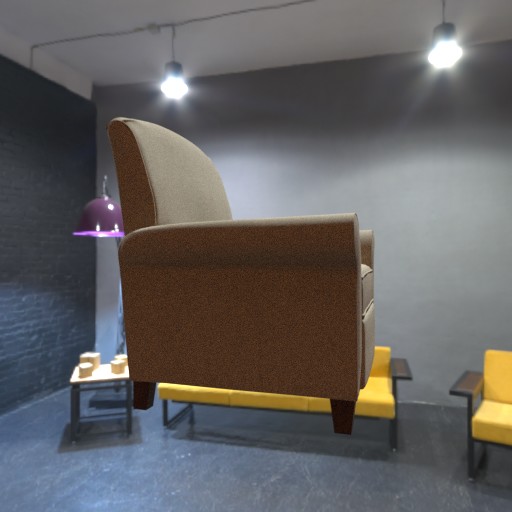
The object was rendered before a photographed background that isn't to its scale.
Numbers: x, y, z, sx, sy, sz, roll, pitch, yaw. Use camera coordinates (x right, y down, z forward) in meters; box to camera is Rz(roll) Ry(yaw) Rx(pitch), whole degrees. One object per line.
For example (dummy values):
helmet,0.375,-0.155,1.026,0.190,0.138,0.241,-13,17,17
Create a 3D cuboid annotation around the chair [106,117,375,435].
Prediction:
chair,0.000,0.000,1.772,0.905,1.061,0.978,0,0,18
